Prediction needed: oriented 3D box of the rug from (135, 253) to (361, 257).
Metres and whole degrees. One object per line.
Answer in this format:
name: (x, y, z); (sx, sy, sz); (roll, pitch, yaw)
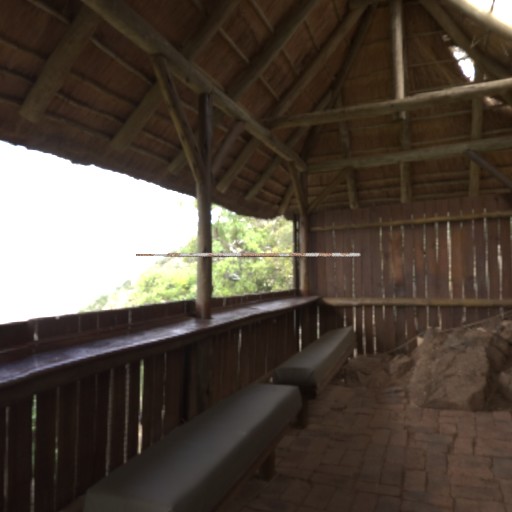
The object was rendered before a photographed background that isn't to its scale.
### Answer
rug: (0.000, 0.000, 2.679); (0.750, 0.011, 2.435); (0, 0, 1)
